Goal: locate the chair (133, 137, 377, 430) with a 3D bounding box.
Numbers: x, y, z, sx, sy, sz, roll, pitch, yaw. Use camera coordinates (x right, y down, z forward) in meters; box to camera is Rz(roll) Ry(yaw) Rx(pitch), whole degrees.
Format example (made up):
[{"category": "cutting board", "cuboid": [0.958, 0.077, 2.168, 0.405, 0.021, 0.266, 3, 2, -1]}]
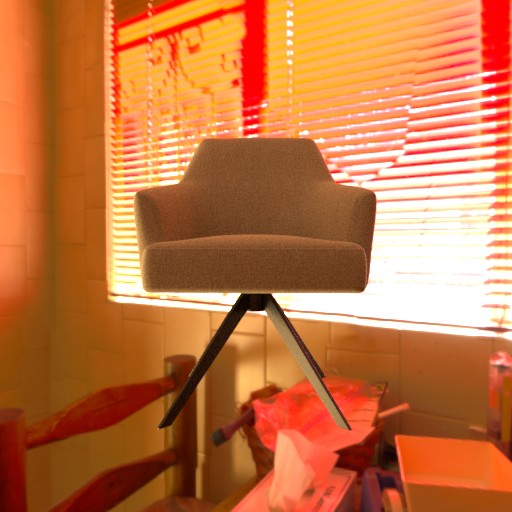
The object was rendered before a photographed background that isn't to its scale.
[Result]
[{"category": "chair", "cuboid": [0.000, 0.000, 1.360, 0.642, 0.874, 0.677, 0, 1, 1]}]
